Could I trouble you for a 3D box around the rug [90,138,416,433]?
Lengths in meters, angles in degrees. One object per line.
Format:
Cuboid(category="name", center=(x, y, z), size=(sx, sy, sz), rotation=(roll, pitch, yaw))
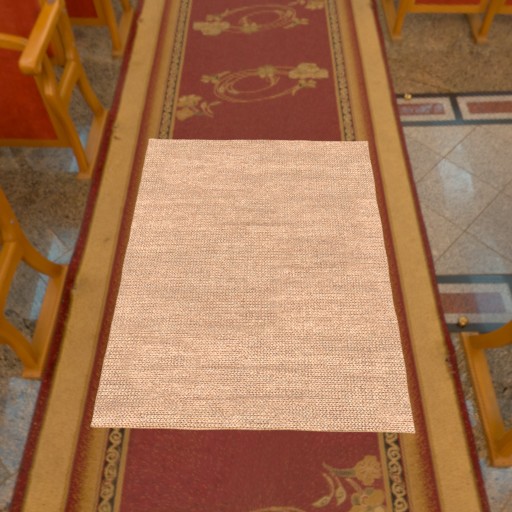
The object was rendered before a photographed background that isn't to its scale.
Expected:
Cuboid(category="rug", center=(0.000, 0.000, 4.095), size=(2.429, 0.030, 3.052), rotation=(1, 58, 0))
